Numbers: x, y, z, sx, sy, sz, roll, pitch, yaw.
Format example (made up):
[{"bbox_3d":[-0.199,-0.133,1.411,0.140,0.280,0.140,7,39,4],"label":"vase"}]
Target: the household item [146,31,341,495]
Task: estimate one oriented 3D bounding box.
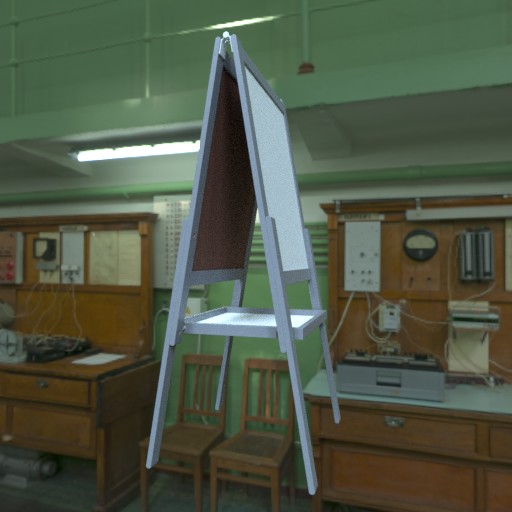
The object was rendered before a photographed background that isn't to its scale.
[{"bbox_3d":[0.000,0.000,1.408,0.469,1.172,0.531,0,0,17],"label":"household item"}]
